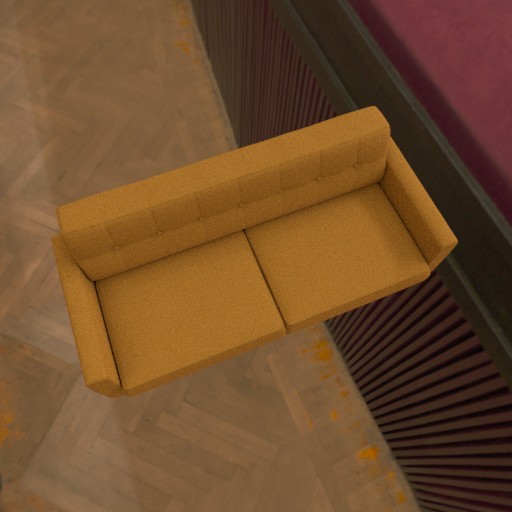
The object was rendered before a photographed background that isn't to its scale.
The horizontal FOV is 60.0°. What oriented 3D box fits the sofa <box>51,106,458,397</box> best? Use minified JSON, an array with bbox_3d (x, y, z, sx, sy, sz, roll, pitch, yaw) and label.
[{"bbox_3d":[0.000,0.000,2.504,2.029,0.841,0.909,-20,67,-9],"label":"sofa"}]
